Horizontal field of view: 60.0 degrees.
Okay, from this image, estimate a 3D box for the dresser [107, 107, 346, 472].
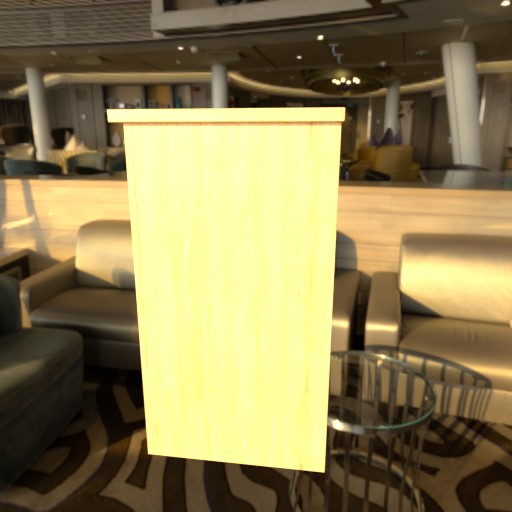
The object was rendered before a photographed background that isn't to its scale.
[{"bbox_3d":[0.000,0.000,1.224,0.410,0.730,0.800,2,15,8],"label":"dresser"}]
